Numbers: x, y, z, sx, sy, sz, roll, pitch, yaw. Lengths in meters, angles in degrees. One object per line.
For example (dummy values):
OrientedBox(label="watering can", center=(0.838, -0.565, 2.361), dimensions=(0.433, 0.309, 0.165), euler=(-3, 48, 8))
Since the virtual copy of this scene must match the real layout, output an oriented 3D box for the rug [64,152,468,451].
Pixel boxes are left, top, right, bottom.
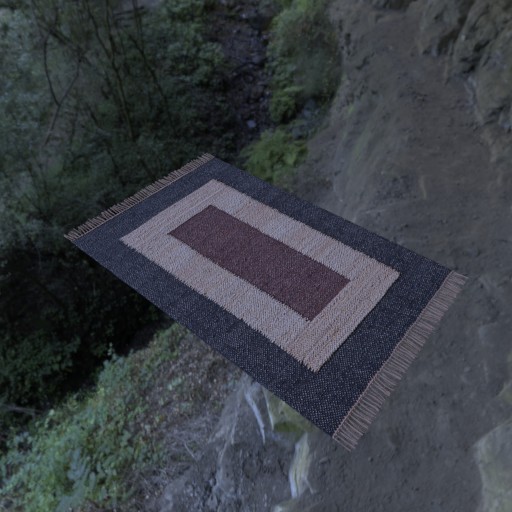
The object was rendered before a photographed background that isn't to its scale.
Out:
OrientedBox(label="rug", center=(0.000, 0.000, 2.539), dimensions=(2.021, 0.027, 1.224), euler=(30, 52, 27))
